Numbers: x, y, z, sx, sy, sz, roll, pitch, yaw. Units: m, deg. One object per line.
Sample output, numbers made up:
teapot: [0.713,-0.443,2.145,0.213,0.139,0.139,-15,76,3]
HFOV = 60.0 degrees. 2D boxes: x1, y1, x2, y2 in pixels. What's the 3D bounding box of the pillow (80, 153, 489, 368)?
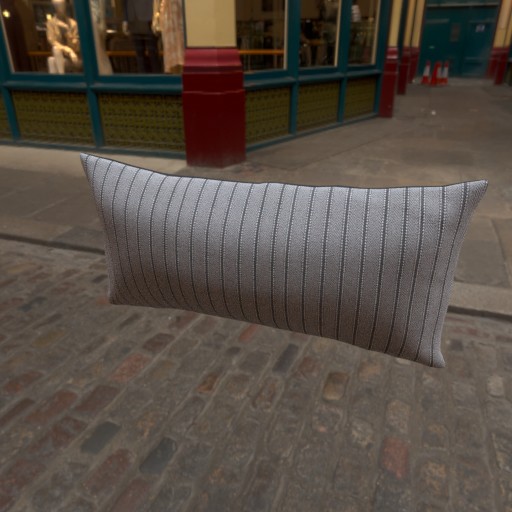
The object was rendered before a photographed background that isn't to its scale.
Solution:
pillow: [0.000,0.000,0.701,0.609,0.305,0.151,9,27,17]
